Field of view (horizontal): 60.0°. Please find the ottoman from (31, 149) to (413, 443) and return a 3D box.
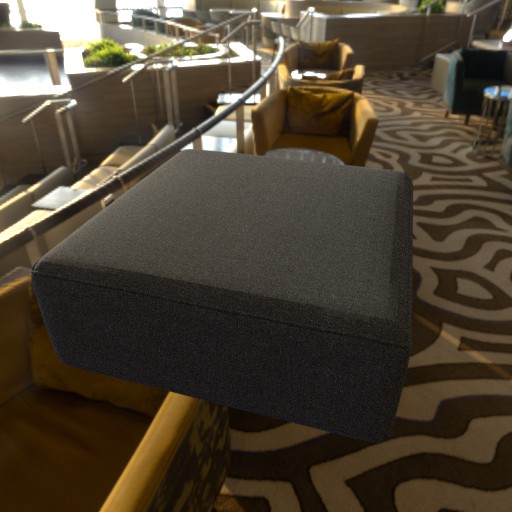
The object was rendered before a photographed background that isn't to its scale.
[{"bbox_3d":[0.000,0.000,1.530,1.000,0.439,1.000,9,34,14],"label":"ottoman"}]
